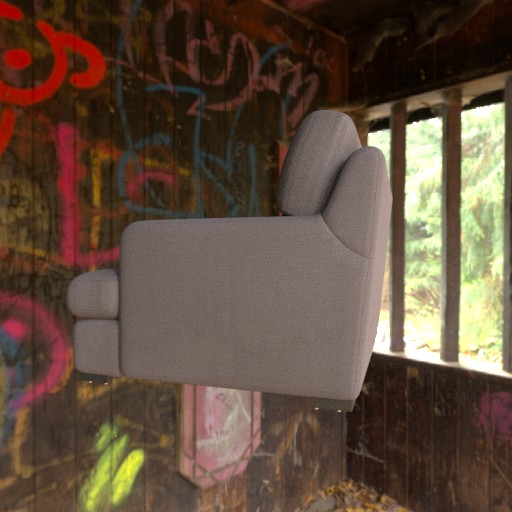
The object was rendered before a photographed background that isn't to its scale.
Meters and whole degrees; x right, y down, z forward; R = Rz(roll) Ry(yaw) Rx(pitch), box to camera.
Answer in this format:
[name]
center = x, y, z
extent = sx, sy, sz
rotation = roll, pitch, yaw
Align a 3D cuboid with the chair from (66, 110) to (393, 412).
[chair]
center = 0.000, 0.000, 1.979
extent = 1.143, 0.940, 1.168
rotation = 0, 1, 18
